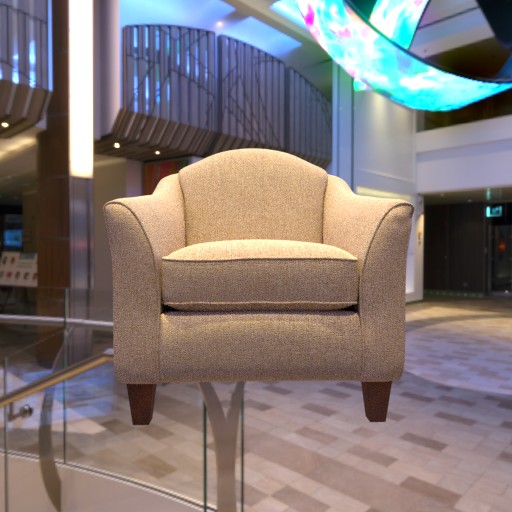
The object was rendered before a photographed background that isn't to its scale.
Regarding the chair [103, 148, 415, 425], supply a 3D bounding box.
[{"bbox_3d":[0.000,0.000,1.447,0.763,0.839,0.787,0,1,-2],"label":"chair"}]
